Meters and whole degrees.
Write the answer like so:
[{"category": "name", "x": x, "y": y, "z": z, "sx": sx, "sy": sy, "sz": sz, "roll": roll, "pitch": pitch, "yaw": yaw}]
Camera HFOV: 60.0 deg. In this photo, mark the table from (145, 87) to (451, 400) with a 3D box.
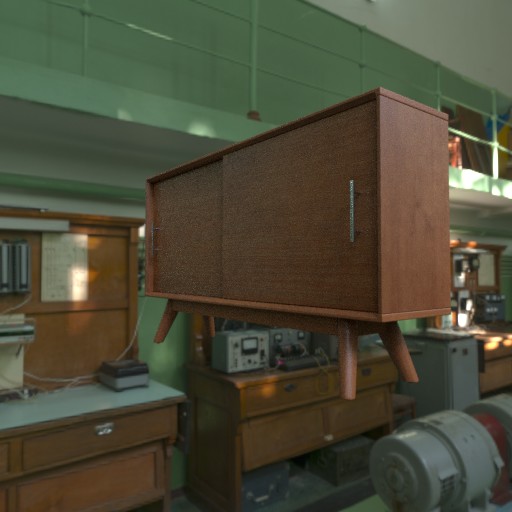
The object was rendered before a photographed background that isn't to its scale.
[{"category": "table", "x": 0.000, "y": 0.000, "z": 1.509, "sx": 0.308, "sy": 0.698, "sz": 1.220, "roll": 1, "pitch": -2, "yaw": -38}]
